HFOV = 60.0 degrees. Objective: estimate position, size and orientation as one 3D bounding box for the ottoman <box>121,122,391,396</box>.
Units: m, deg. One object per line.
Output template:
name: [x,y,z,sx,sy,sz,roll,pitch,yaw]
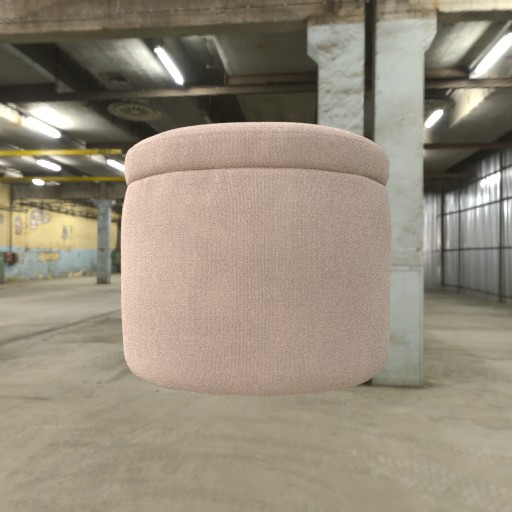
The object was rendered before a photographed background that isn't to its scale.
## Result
ottoman: [0.000,0.000,0.854,0.497,0.409,0.497,0,-1,0]
